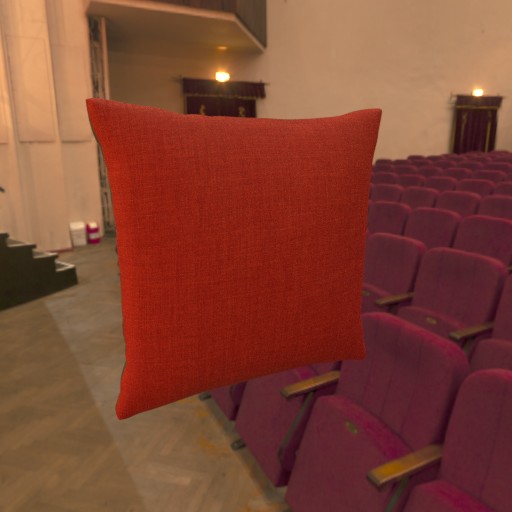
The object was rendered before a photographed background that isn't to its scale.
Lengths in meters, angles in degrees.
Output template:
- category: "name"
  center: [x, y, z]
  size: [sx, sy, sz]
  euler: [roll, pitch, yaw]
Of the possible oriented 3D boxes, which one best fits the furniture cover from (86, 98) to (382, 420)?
- category: "furniture cover"
  center: [0.000, 0.000, 0.776]
  size: [0.517, 0.508, 0.158]
  euler: [-7, 16, -25]
